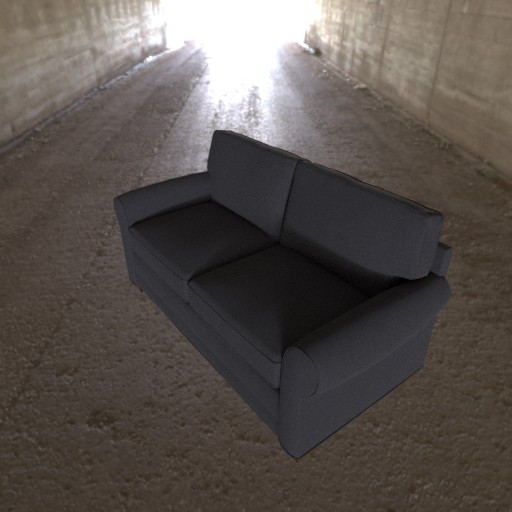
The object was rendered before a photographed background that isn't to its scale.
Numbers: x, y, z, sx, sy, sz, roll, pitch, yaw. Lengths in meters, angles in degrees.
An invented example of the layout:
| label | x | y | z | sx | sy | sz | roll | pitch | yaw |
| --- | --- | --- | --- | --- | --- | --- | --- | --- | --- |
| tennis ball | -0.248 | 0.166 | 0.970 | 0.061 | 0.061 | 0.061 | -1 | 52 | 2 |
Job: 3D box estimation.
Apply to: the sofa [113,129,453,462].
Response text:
| label | x | y | z | sx | sy | sz | roll | pitch | yaw |
| --- | --- | --- | --- | --- | --- | --- | --- | --- | --- |
| sofa | 0.000 | 0.000 | 2.564 | 0.951 | 1.031 | 2.009 | -22 | 37 | -31 |
